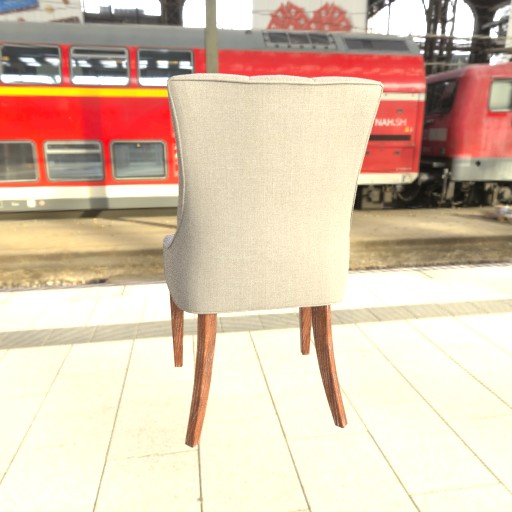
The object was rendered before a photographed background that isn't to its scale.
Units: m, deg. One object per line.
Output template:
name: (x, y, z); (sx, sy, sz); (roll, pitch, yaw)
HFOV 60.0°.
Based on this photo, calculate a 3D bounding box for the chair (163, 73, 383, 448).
chair: (0.000, 0.000, 1.222); (0.509, 0.874, 0.565); (-3, 16, -11)
